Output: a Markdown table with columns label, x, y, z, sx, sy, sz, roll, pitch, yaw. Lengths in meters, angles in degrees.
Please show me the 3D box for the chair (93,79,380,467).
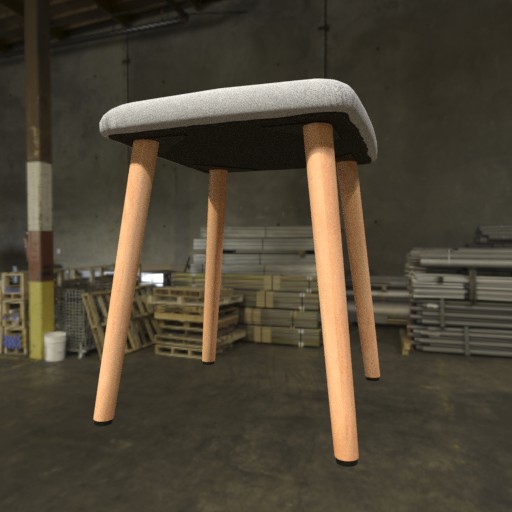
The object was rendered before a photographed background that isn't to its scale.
| label | x | y | z | sx | sy | sz | roll | pitch | yaw |
| --- | --- | --- | --- | --- | --- | --- | --- | --- | --- |
| chair | 0.000 | 0.000 | 0.680 | 0.350 | 0.440 | 0.350 | 0 | 1 | 20 |
